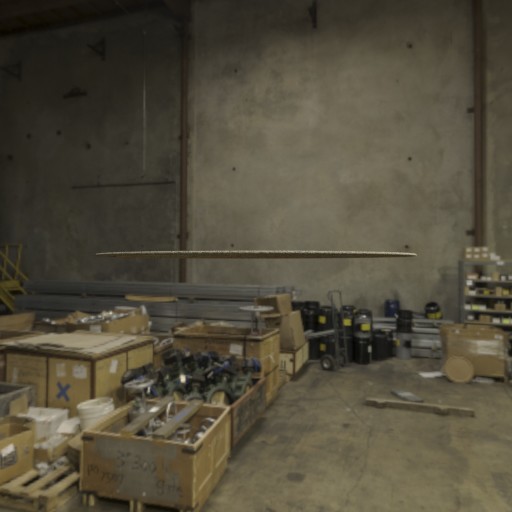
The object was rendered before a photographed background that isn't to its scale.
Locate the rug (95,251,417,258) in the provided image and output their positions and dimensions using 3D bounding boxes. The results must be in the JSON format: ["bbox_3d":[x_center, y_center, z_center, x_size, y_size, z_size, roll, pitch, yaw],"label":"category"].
[{"bbox_3d":[0.000,0.000,2.346,1.598,0.010,1.598,0,-1,0],"label":"rug"}]
